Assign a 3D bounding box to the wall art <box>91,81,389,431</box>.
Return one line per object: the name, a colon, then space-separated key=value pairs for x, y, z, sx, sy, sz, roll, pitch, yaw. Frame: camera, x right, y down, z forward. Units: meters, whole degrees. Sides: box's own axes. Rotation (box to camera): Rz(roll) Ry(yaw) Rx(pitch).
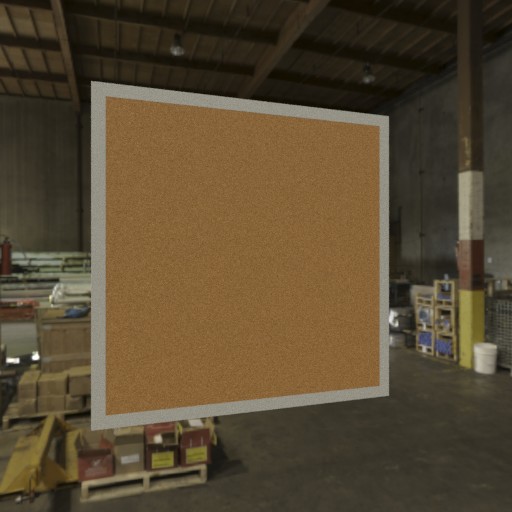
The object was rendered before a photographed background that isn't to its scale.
wall art: x=0.000 y=0.000 z=1.166 sx=0.812 sy=0.813 sz=0.013 roll=0 pitch=0 yaw=-19
